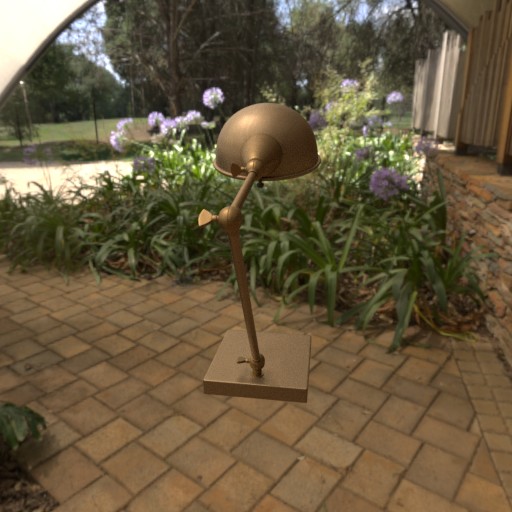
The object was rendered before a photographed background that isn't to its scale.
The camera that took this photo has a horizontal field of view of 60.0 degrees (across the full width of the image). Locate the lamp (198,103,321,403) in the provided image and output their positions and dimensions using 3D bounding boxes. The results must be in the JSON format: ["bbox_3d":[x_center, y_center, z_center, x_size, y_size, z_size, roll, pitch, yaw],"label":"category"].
[{"bbox_3d":[0.000,0.000,0.554,0.149,0.371,0.339,2,17,8],"label":"lamp"}]
